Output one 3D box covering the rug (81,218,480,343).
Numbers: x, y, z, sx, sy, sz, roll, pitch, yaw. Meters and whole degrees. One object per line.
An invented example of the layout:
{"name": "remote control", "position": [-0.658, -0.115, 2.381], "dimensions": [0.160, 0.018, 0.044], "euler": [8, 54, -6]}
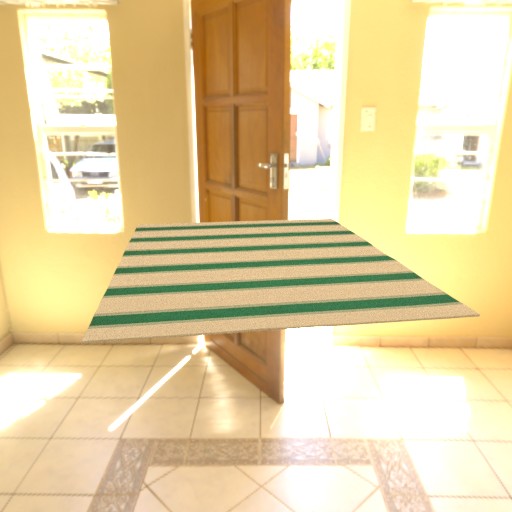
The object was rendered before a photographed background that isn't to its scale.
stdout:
{"name": "rug", "position": [0.000, 0.000, 4.077], "dimensions": [2.434, 0.019, 3.041], "euler": [-2, 17, -8]}
